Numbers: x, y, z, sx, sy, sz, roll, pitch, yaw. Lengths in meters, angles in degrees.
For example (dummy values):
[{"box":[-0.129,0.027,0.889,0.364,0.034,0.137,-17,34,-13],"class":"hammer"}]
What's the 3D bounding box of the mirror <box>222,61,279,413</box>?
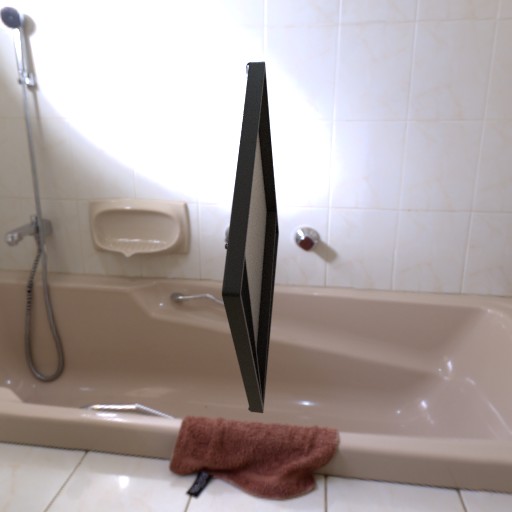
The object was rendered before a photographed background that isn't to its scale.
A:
[{"box":[0.000,0.000,0.838,0.032,0.679,0.419,3,16,10],"class":"mirror"}]
